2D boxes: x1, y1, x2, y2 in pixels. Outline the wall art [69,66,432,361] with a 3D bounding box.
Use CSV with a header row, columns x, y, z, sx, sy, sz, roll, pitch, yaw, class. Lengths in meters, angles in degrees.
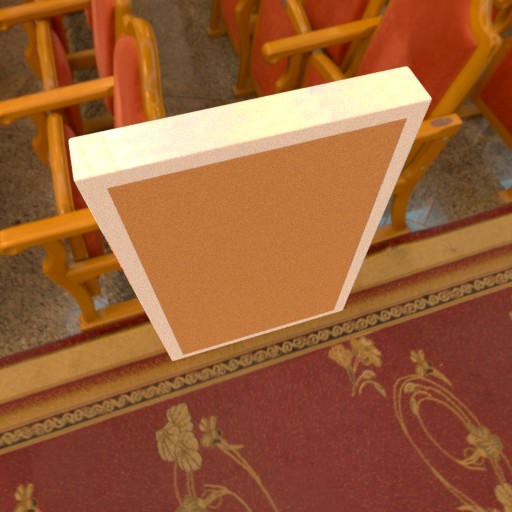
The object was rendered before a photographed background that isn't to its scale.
x,y,z,sx,sy,sz,roll,pitch,yaw,class
0.000,0.000,0.469,0.251,0.380,0.039,-15,61,-9,wall art
